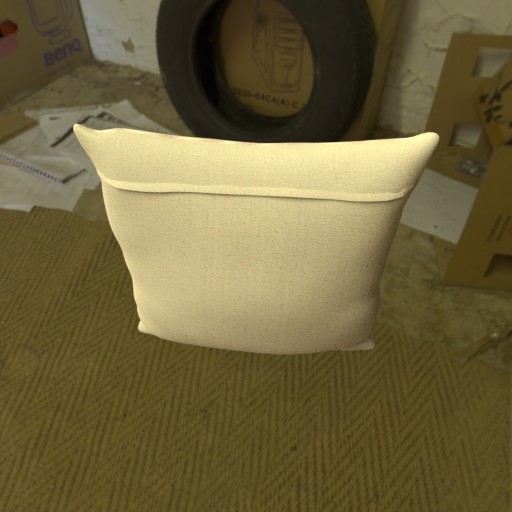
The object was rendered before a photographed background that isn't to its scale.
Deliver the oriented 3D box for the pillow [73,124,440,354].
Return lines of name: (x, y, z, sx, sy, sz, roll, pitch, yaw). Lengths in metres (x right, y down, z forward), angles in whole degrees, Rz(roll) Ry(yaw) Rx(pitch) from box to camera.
pillow: (0.000, 0.000, 0.672, 0.440, 0.441, 0.182, 3, 47, 3)
